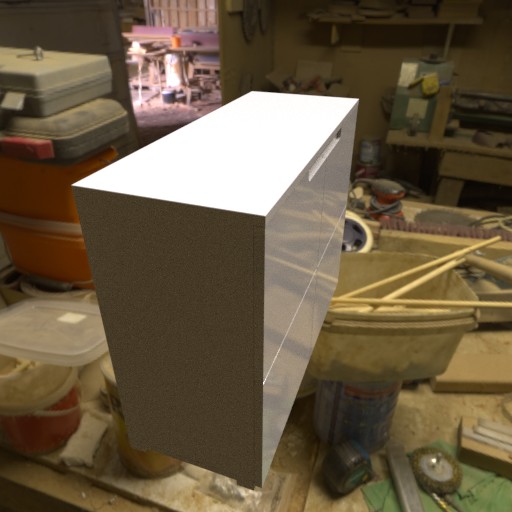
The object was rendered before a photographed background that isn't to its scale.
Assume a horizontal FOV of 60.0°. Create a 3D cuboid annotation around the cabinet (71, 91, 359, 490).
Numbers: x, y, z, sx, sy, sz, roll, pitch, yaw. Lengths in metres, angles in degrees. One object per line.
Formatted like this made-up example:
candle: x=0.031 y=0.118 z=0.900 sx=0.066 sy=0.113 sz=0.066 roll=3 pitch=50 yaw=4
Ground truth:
cabinet: x=0.000 y=0.000 z=1.410 sx=0.400 sy=0.800 sz=1.000 roll=11 pitch=33 yaw=17
